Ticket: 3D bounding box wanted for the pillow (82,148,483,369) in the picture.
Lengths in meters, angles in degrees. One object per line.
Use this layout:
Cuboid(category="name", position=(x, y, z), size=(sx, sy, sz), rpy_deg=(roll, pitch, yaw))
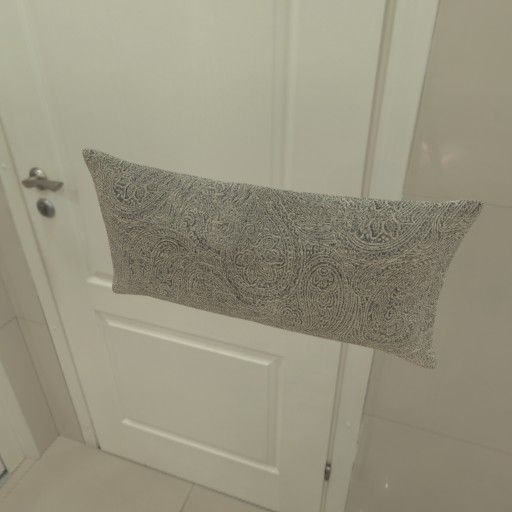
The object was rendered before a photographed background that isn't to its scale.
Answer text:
Cuboid(category="pillow", position=(0.000, 0.000, 0.728), size=(0.615, 0.295, 0.151), rpy_deg=(11, 33, 17))
